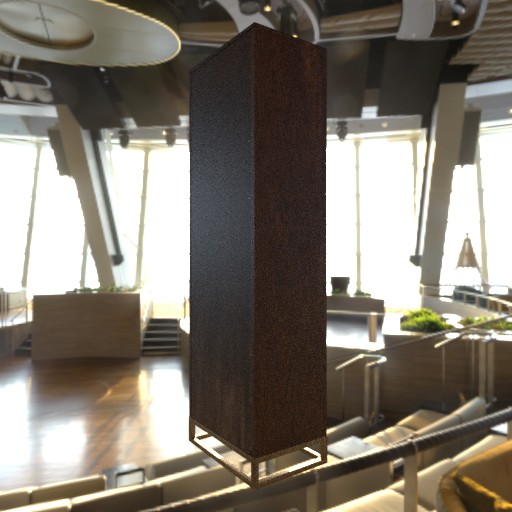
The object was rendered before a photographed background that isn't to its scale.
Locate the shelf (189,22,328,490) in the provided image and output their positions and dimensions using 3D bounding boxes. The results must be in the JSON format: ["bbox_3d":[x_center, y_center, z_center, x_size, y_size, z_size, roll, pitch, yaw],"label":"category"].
[{"bbox_3d":[0.000,0.000,1.970,0.395,1.732,0.539,0,0,-35],"label":"shelf"}]
